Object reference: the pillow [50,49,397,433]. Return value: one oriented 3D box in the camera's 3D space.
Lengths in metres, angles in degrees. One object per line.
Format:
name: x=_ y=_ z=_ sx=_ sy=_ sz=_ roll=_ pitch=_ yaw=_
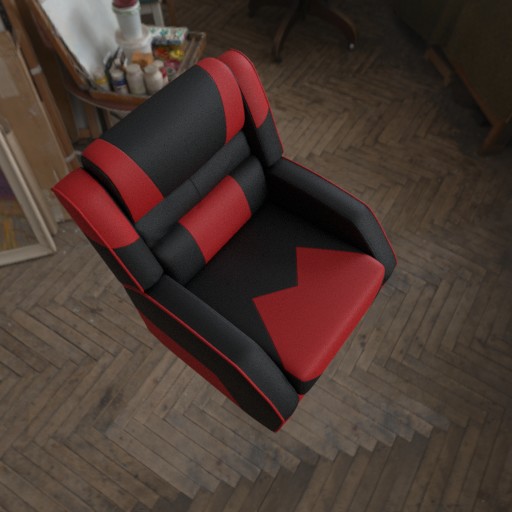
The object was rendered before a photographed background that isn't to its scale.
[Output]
pillow: x=0.000 y=0.000 z=1.283 sx=0.672 sy=0.805 sz=0.620 roll=34 pitch=66 yaw=18
